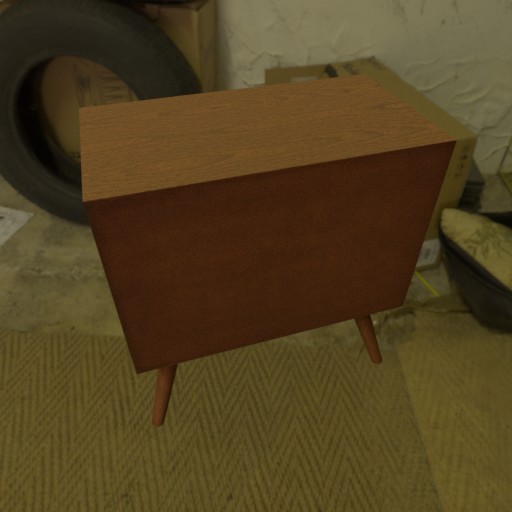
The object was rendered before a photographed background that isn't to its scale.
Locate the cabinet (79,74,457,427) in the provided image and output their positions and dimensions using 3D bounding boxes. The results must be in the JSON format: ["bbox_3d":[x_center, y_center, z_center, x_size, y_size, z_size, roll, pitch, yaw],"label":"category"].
[{"bbox_3d":[0.000,0.000,1.179,0.712,0.748,0.388,-12,43,-13],"label":"cabinet"}]
